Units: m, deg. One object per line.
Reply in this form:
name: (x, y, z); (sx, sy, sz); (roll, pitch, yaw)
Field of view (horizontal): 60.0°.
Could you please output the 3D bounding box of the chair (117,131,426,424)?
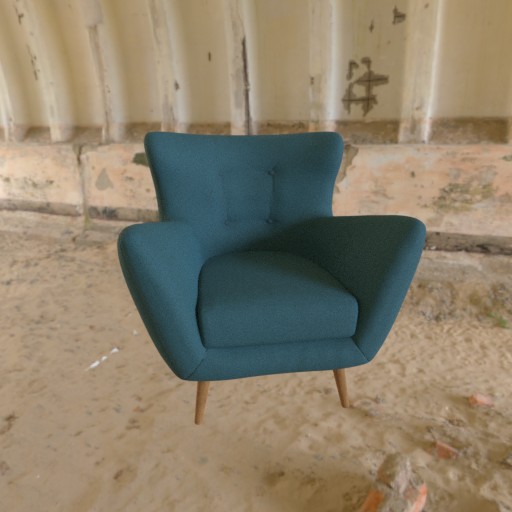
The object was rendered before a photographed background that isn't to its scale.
chair: (0.000, 0.000, 1.644); (0.890, 0.889, 0.889); (-3, 16, -10)
